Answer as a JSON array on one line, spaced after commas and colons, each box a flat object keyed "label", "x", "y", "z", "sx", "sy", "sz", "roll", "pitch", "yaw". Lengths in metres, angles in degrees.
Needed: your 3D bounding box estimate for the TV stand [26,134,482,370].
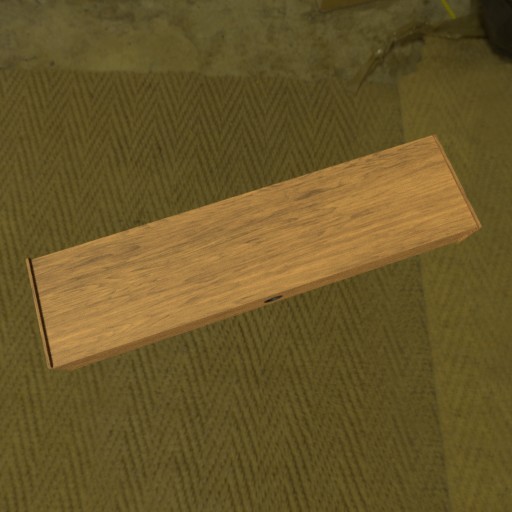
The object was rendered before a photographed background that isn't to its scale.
[{"label": "TV stand", "x": 0.000, "y": 0.000, "z": 1.995, "sx": 1.796, "sy": 0.415, "sz": 0.467, "roll": -18, "pitch": 75, "yaw": -5}]
